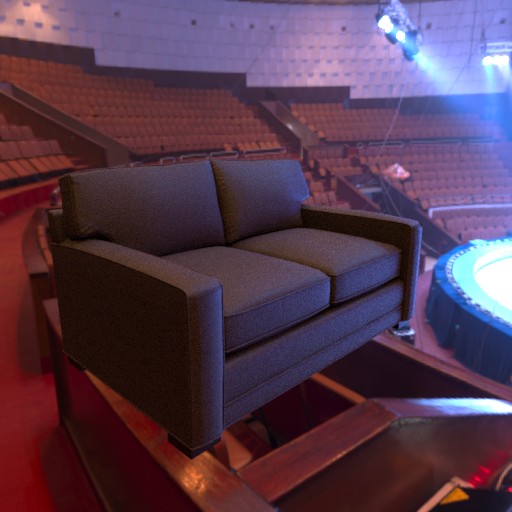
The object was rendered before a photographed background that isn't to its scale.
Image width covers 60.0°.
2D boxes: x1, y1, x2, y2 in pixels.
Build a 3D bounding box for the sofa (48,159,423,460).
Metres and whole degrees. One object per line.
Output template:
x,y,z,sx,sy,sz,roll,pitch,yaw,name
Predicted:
0.000,0.000,2.120,0.974,0.887,1.534,14,20,42,sofa
